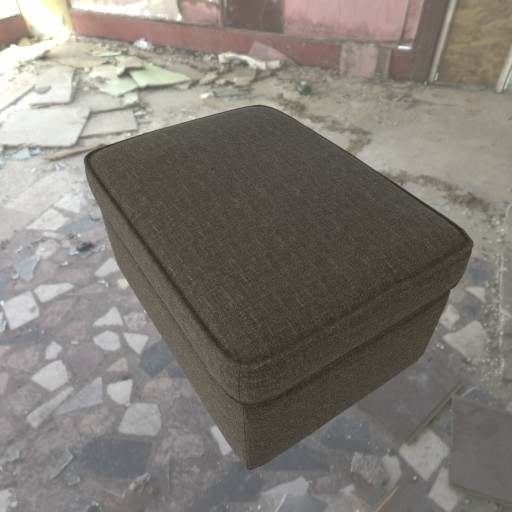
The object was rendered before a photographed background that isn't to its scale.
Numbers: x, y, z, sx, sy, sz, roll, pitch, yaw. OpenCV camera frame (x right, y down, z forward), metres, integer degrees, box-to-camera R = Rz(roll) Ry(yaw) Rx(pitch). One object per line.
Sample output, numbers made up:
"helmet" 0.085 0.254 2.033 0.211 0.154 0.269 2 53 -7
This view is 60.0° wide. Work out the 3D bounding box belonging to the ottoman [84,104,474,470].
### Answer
"ottoman" 0.000 0.000 1.063 0.549 0.450 0.749 -24 48 -24
